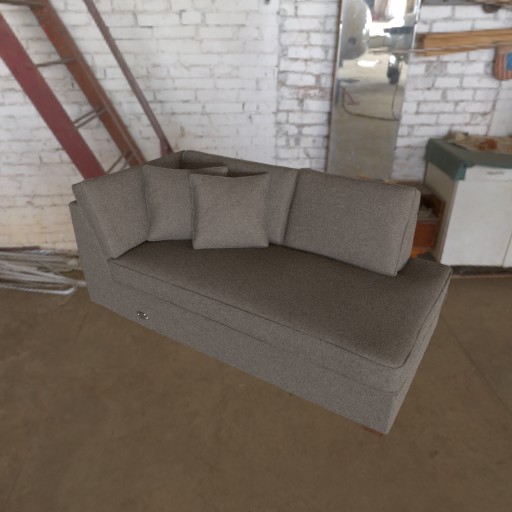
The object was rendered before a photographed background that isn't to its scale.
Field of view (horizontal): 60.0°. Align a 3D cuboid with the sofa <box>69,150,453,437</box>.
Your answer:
[{"bbox_3d":[0.000,0.000,2.863,2.237,1.033,1.110,17,33,28],"label":"sofa"}]
